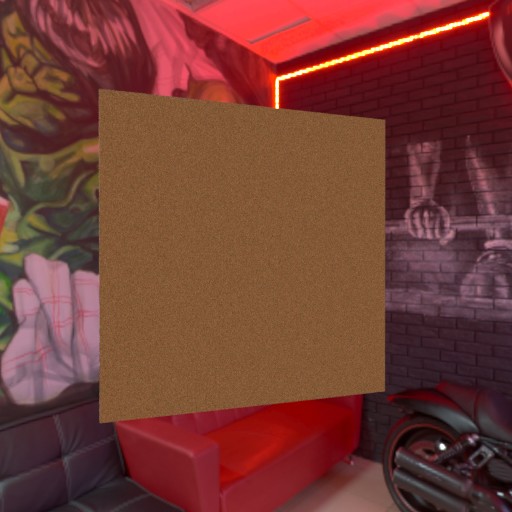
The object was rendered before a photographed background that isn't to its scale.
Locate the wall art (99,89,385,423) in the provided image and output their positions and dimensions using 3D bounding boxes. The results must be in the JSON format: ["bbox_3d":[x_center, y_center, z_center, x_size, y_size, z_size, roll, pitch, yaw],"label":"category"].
[{"bbox_3d":[0.000,0.000,0.605,0.404,0.406,0.010,0,0,-18],"label":"wall art"}]
